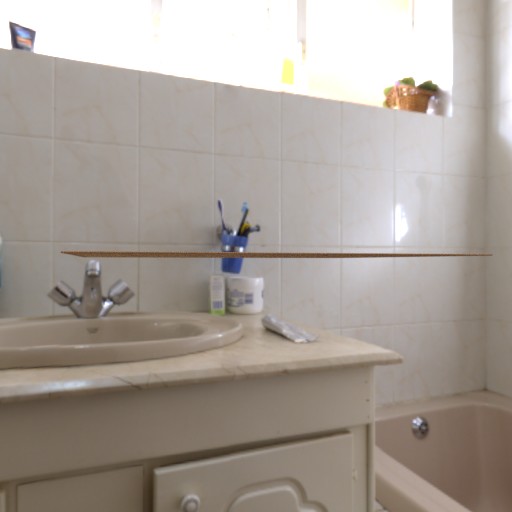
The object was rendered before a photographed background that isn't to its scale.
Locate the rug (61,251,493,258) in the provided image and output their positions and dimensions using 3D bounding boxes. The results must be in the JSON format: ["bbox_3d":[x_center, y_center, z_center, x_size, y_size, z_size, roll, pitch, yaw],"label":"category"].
[{"bbox_3d":[0.000,0.000,4.024,3.048,0.013,2.439,0,-1,-19],"label":"rug"}]
